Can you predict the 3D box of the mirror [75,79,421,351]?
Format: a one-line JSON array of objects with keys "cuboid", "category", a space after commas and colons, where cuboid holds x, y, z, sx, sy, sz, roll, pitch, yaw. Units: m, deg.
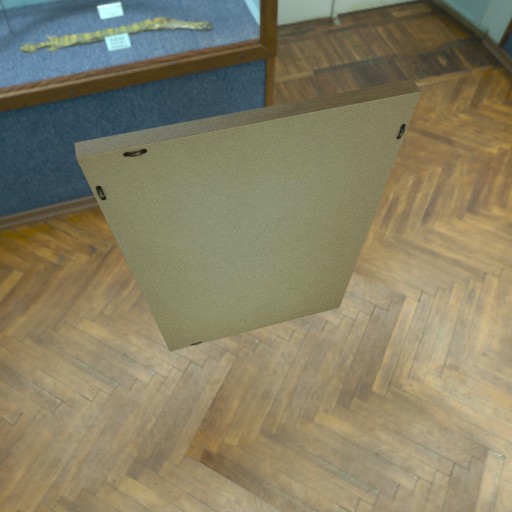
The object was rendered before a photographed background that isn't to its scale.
[{"cuboid": [0.000, 0.000, 1.152, 0.609, 0.915, 0.040, -13, 59, -8], "category": "mirror"}]
